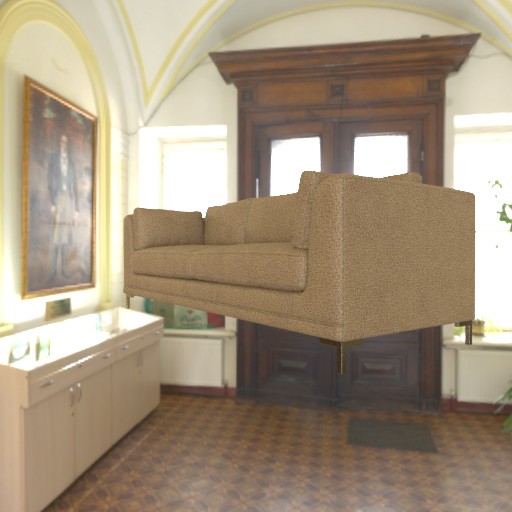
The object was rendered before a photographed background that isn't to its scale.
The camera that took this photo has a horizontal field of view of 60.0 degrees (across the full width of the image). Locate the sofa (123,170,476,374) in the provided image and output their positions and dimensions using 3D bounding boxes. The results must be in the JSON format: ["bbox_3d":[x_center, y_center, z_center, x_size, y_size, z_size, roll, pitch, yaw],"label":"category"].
[{"bbox_3d":[0.000,0.000,2.898,0.969,0.867,2.415,0,1,-35],"label":"sofa"}]
